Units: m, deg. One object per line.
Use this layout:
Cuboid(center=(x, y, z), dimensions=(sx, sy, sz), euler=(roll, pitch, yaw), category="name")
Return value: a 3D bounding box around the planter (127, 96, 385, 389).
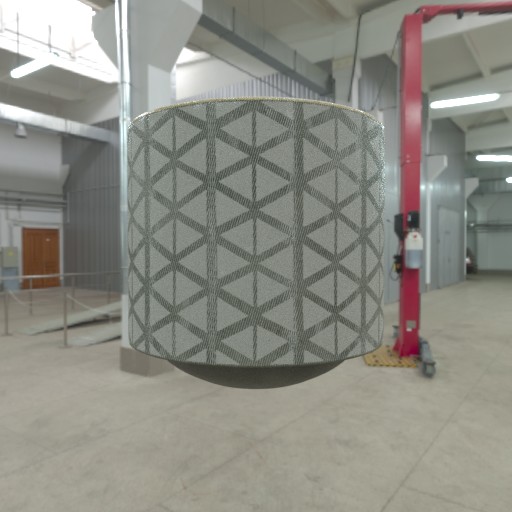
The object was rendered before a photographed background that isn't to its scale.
Cuboid(center=(0.000, 0.000, 0.450), dimensions=(0.250, 0.239, 0.250), euler=(0, 1, 0), category="planter")
